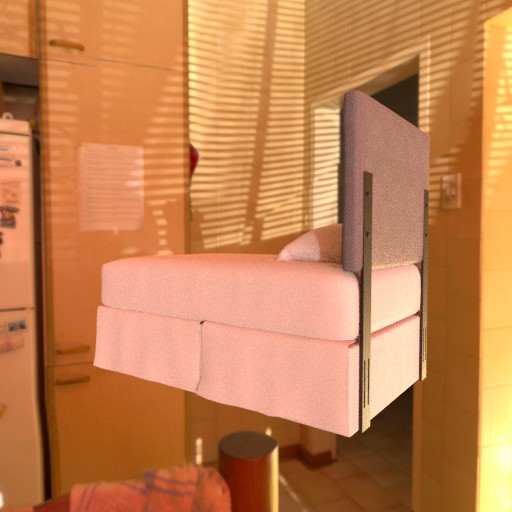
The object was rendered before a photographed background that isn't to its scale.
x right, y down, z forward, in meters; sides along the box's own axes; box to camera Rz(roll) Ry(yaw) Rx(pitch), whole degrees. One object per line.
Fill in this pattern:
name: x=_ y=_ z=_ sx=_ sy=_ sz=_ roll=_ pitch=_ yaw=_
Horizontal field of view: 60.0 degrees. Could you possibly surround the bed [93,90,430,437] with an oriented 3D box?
bed: x=0.000 y=0.000 z=3.024 sx=1.997 sy=1.571 sz=1.261 roll=2 pitch=3 yaw=36
